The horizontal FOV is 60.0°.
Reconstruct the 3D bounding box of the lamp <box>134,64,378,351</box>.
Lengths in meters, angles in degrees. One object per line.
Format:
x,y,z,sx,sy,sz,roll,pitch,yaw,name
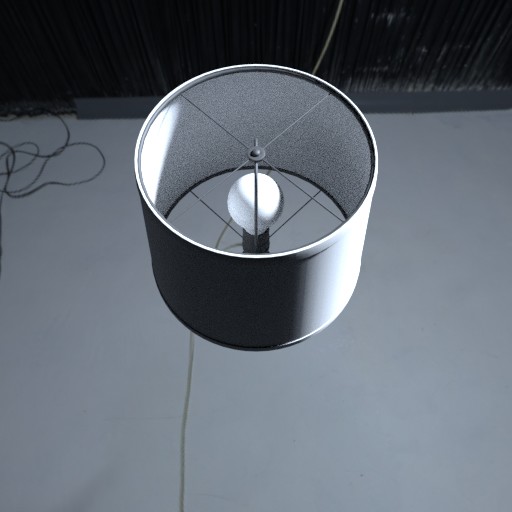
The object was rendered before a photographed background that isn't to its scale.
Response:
0.000,0.000,0.686,0.310,0.501,0.310,0,64,0,lamp
